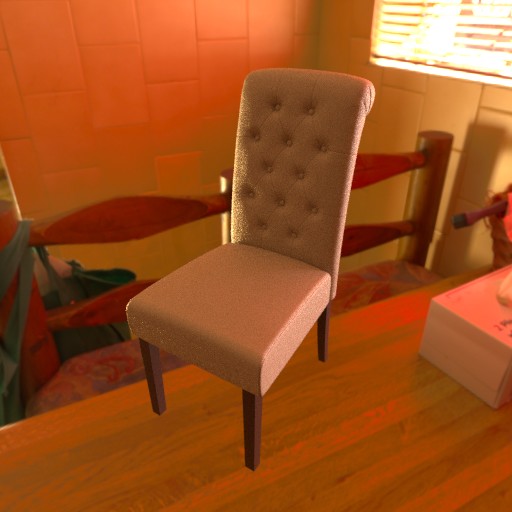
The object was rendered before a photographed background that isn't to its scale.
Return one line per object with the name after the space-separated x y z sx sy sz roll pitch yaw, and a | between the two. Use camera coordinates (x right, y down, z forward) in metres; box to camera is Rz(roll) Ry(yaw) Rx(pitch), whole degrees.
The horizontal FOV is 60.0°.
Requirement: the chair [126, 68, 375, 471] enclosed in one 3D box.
0.000 0.000 1.361 0.456 1.006 0.671 18 34 28 | chair
